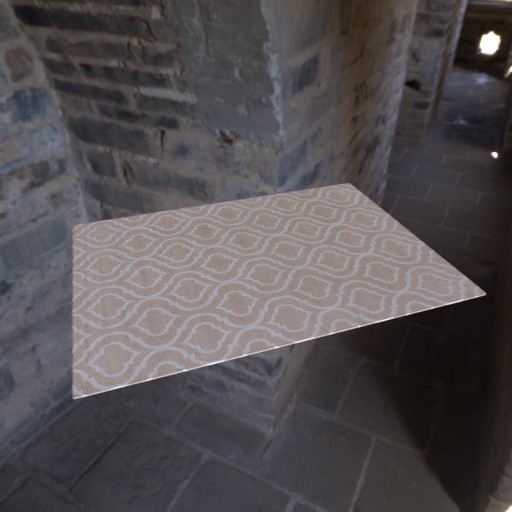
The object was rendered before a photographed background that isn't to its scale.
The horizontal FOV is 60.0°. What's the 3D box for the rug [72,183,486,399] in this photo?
[{"bbox_3d":[0.000,0.000,2.721,2.134,0.010,1.524,-11,35,-16],"label":"rug"}]
